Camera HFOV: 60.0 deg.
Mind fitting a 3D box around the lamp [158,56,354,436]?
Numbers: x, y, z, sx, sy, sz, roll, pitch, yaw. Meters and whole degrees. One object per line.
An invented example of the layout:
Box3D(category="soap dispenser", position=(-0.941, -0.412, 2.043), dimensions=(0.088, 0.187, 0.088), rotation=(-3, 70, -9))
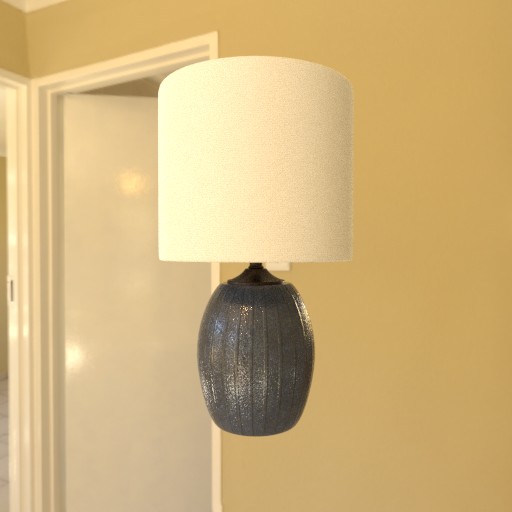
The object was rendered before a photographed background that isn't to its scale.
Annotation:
Box3D(category="lamp", position=(0.000, 0.000, 0.768), dimensions=(0.329, 0.570, 0.329), rotation=(0, 1, 16))
